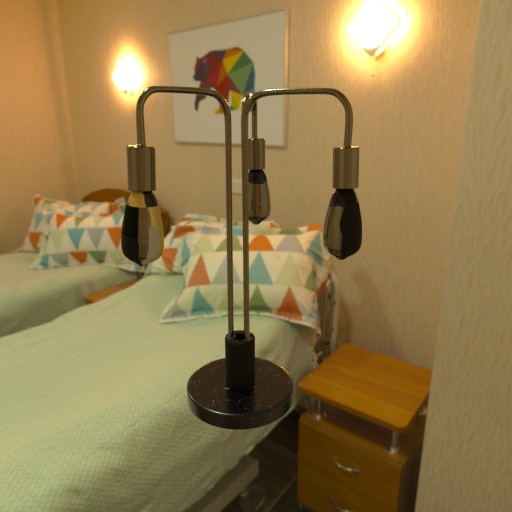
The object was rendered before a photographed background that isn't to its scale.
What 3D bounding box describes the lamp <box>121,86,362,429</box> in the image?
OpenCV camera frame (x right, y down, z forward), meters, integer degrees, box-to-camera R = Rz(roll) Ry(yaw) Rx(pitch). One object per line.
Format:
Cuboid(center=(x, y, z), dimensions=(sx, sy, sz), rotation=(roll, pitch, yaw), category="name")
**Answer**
Cuboid(center=(0.000, 0.000, 0.798), dimensions=(0.355, 0.560, 0.368), rotation=(2, 17, 8), category="lamp")
